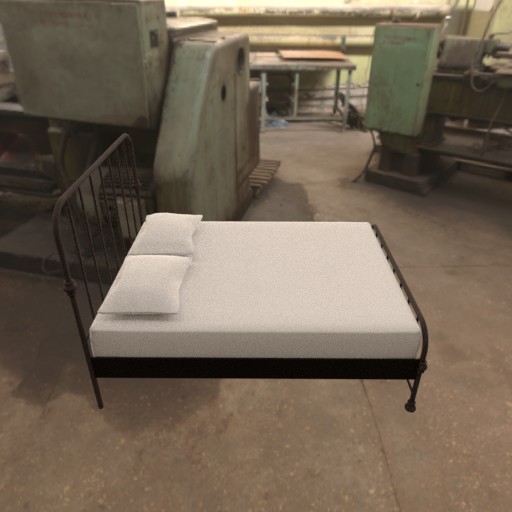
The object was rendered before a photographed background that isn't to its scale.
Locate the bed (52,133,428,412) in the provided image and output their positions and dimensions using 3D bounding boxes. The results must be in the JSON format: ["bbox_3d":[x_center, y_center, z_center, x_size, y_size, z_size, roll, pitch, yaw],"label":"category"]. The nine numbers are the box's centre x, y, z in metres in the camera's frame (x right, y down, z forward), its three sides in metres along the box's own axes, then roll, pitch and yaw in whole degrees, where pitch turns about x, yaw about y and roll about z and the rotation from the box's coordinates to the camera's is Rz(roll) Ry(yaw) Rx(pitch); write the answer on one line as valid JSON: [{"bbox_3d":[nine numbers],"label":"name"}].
[{"bbox_3d":[0.000,0.000,3.249,2.134,1.446,1.616,0,30,0],"label":"bed"}]
